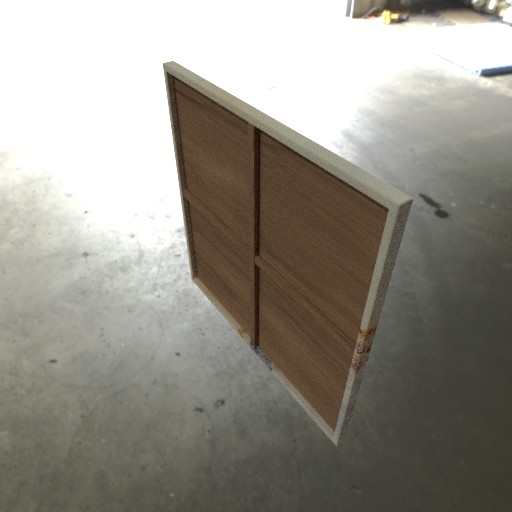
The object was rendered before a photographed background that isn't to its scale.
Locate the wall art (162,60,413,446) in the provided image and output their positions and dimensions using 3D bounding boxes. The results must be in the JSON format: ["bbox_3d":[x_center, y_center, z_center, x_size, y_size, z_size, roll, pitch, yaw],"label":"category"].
[{"bbox_3d":[0.000,0.000,1.327,0.038,0.889,0.889,-25,47,-26],"label":"wall art"}]
